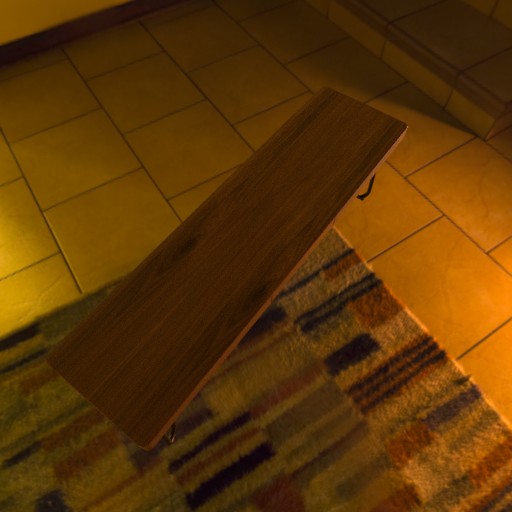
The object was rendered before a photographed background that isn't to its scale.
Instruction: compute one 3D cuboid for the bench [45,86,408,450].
[{"bbox_3d":[0.000,0.000,1.781,0.425,0.462,1.570,33,64,18],"label":"bench"}]
